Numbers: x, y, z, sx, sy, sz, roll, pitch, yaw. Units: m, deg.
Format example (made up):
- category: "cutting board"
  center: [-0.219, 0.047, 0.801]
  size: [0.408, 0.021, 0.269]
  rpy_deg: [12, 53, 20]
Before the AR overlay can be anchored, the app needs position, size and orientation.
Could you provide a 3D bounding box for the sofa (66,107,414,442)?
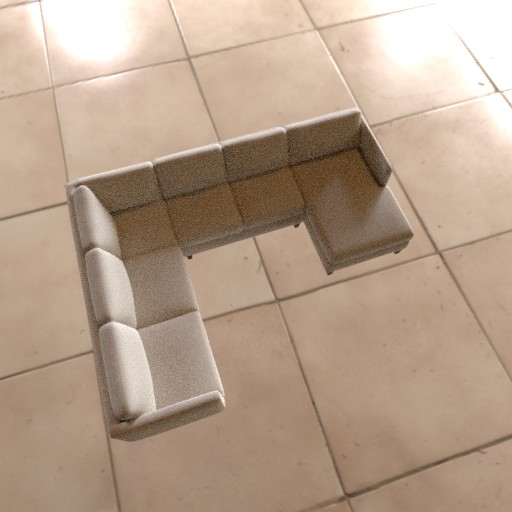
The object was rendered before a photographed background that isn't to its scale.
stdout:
- category: "sofa"
  center: [0.000, 0.000, 4.384]
  size: [3.238, 0.853, 2.551]
  rpy_deg: [-17, 65, -8]
